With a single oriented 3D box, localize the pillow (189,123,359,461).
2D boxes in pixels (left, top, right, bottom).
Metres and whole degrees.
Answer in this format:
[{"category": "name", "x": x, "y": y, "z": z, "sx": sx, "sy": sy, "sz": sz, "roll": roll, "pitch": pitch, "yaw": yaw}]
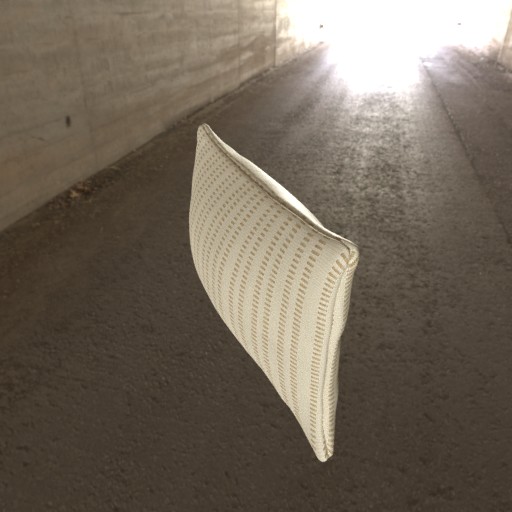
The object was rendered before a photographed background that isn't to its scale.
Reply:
[{"category": "pillow", "x": 0.000, "y": 0.000, "z": 0.821, "sx": 0.210, "sy": 0.353, "sz": 0.640, "roll": -11, "pitch": 31, "yaw": -18}]
